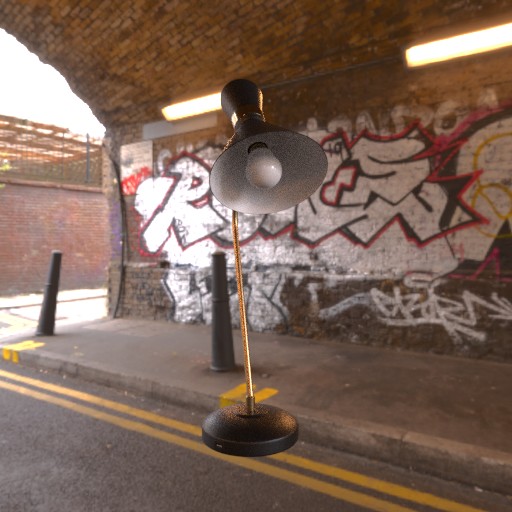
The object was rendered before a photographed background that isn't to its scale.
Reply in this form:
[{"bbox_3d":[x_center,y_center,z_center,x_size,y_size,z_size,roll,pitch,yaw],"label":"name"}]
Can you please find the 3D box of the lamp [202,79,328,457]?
[{"bbox_3d":[0.000,0.000,0.765,0.189,0.647,0.292,0,0,-18],"label":"lamp"}]
